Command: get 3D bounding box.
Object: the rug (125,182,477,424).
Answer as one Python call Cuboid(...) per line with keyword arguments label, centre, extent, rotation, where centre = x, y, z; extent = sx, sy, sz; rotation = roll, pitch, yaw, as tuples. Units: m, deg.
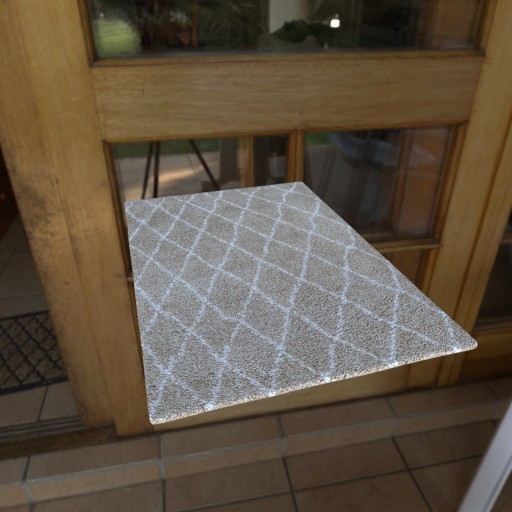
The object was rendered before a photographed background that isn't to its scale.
Cuboid(label="rug", centre=(0.000, 0.000, 2.252), extent=(1.219, 0.030, 1.778), rotation=(-9, 31, -15))
